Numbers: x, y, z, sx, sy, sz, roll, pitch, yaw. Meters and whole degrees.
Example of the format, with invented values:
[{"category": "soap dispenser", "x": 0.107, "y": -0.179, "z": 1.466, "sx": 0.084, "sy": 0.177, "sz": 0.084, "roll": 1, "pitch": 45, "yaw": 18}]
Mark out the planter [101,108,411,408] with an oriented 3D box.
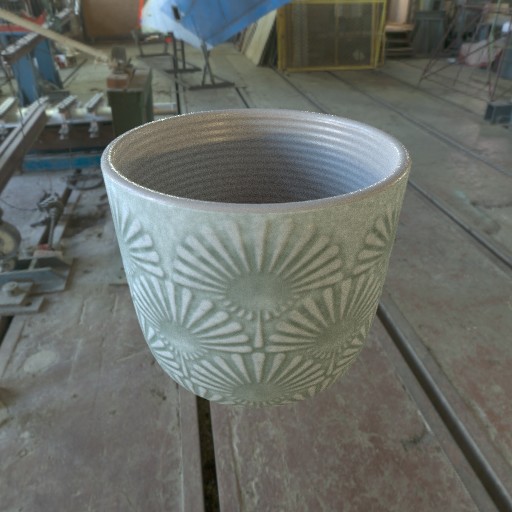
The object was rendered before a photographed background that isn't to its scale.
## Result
[{"category": "planter", "x": 0.000, "y": 0.000, "z": 0.212, "sx": 0.124, "sy": 0.109, "sz": 0.124, "roll": 0, "pitch": 32, "yaw": 0}]
